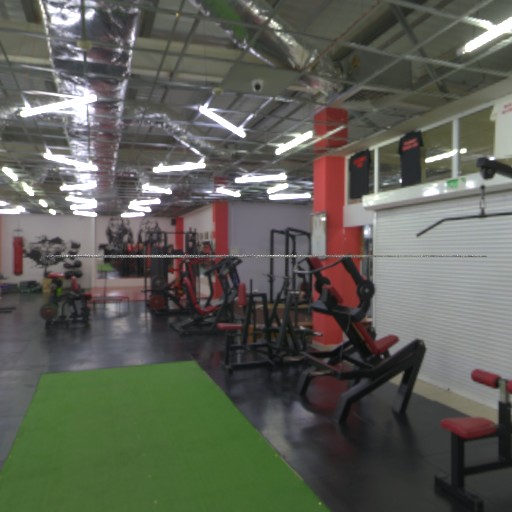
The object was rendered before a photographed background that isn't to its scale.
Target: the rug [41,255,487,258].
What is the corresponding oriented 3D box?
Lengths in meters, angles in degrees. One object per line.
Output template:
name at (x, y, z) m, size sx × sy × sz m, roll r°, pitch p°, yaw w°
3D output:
rug at (0.000, 0.000, 2.043) m, size 1.652 × 0.006 × 1.035 m, roll 0°, pitch 0°, yaw -18°
